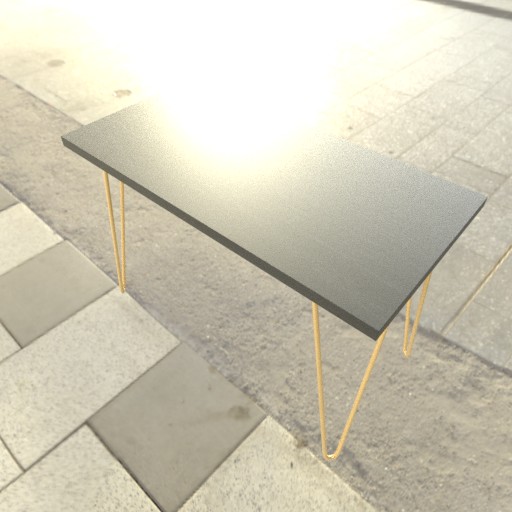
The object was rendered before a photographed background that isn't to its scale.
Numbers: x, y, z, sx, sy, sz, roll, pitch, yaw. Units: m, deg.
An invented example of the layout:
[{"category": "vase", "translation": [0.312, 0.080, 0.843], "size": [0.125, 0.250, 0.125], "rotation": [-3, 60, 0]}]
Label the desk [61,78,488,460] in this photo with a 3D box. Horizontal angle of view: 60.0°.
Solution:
[{"category": "desk", "translation": [0.000, 0.000, 1.357], "size": [0.991, 0.660, 0.499], "rotation": [31, 53, 28]}]
